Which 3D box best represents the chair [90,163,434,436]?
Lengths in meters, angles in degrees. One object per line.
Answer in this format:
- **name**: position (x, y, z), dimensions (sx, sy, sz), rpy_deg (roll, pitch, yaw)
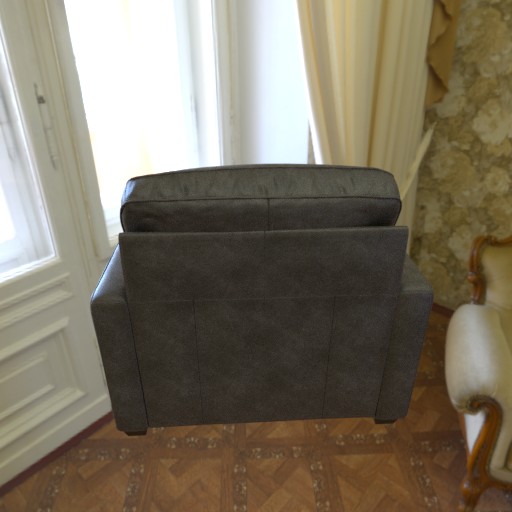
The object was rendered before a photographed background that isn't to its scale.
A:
- **chair**: position (0.000, 0.000, 1.703), dimensions (1.006, 0.916, 0.939), rpy_deg (-2, 28, -3)
